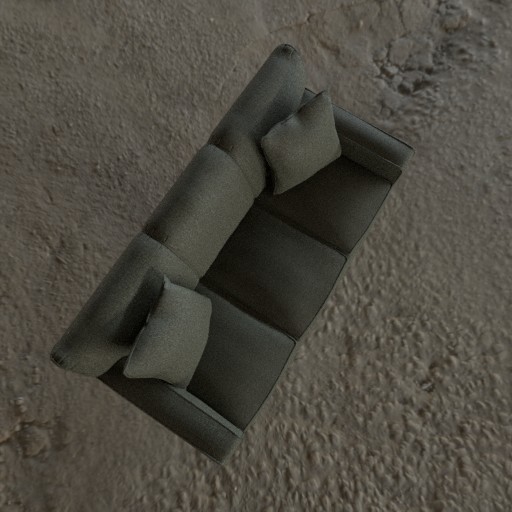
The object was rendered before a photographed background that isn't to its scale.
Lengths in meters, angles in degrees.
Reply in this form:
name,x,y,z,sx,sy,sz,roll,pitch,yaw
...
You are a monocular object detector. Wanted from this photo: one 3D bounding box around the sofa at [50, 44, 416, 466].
name,x,y,z,sx,sy,sz,roll,pitch,yaw
sofa,0.000,0.000,2.554,0.997,0.958,2.024,32,78,8
